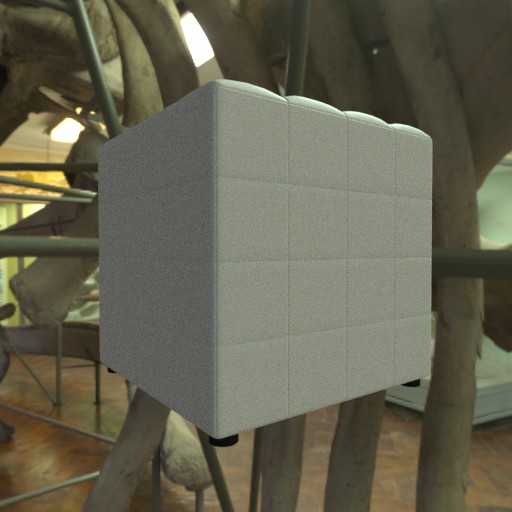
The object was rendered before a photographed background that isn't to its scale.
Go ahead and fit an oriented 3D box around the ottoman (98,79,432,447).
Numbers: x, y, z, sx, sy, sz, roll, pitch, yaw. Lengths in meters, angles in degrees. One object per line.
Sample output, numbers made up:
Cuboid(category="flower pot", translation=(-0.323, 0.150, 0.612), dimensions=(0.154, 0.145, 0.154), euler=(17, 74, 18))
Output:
Cuboid(category="ottoman", translation=(0.000, 0.000, 0.786), dimensions=(0.425, 0.432, 0.425), euler=(-1, 1, -36))
